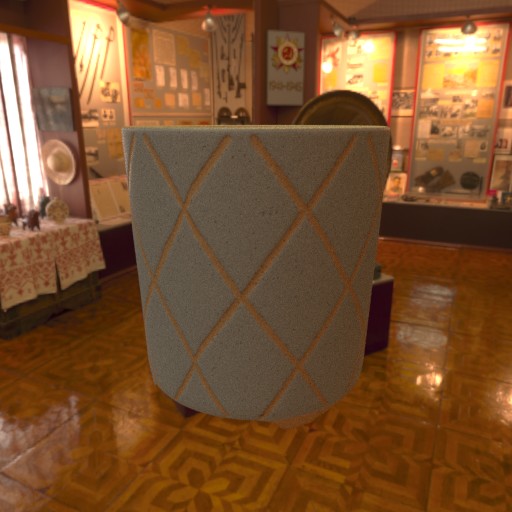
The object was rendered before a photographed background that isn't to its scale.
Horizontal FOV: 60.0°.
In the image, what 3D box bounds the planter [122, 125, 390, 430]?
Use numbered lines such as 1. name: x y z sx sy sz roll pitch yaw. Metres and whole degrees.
1. planter: 0.000 0.000 0.355 0.191 0.200 0.191 0 17 0
